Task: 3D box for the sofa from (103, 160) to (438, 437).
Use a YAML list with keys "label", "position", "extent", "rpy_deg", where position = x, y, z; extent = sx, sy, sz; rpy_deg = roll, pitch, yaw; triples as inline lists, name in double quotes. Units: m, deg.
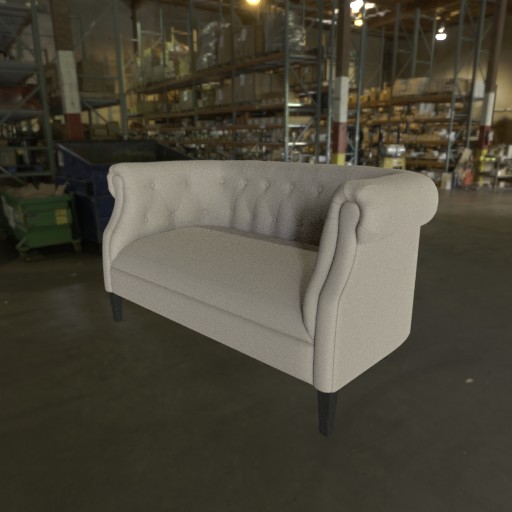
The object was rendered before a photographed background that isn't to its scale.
- label: "sofa"
  position: [0.000, 0.000, 2.064]
  extent: [1.558, 0.827, 0.835]
  rpy_deg: [14, 20, 42]
